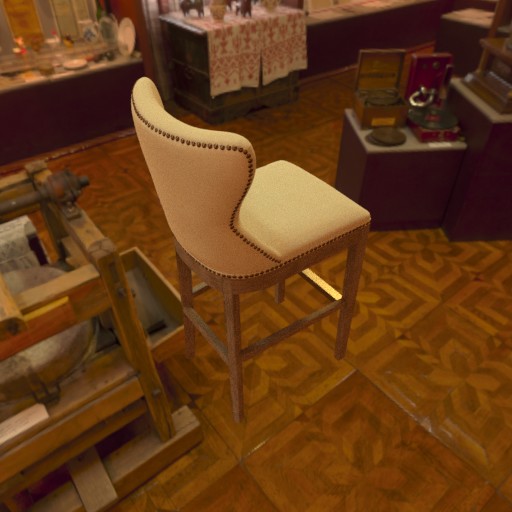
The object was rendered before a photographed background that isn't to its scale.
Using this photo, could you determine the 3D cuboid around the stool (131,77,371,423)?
[{"bbox_3d":[0.000,0.000,1.469,0.606,1.123,0.494,-26,47,-27],"label":"stool"}]
